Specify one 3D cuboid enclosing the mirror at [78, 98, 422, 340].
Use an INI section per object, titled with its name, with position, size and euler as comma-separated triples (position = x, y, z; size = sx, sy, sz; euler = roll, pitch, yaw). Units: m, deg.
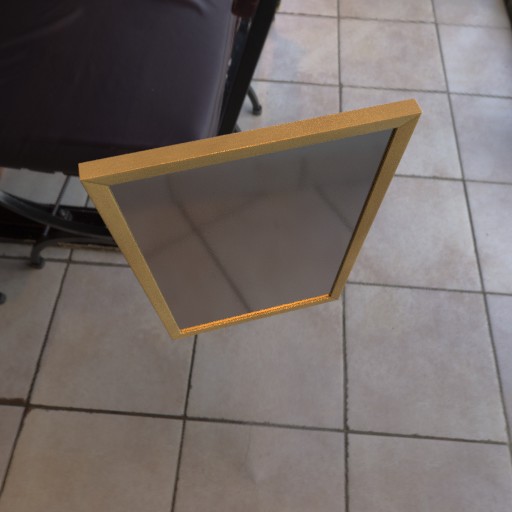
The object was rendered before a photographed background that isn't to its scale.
[mirror]
position = 0.000, 0.000, 1.179
size = 0.609, 0.915, 0.040
euler = -13, 64, -7
